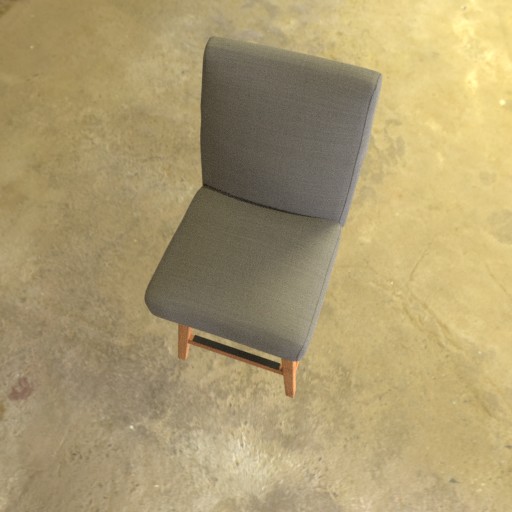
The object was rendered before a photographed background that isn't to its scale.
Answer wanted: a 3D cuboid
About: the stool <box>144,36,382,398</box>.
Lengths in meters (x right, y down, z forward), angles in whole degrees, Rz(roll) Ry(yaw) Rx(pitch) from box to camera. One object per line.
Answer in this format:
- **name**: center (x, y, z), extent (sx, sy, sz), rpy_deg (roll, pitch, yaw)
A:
- **stool**: center (0.000, 0.000, 1.326), extent (0.459, 1.019, 0.570), rpy_deg (17, 62, 9)
